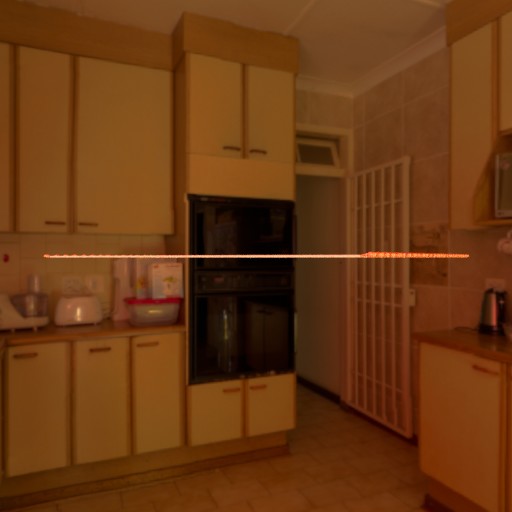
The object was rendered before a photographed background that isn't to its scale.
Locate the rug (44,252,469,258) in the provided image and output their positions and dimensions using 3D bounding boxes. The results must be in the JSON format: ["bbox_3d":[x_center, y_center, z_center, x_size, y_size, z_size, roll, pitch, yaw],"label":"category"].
[{"bbox_3d":[0.000,0.000,4.318,3.369,0.035,2.451,0,0,37],"label":"rug"}]
